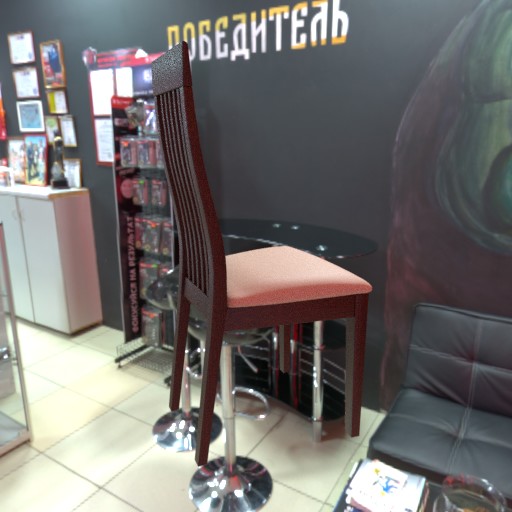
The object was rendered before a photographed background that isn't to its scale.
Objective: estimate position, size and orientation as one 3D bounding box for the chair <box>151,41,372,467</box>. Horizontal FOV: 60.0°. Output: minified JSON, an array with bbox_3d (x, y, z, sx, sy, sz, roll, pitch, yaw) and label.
[{"bbox_3d":[0.000,0.000,1.253,0.474,1.027,0.460,-7,16,-24],"label":"chair"}]
